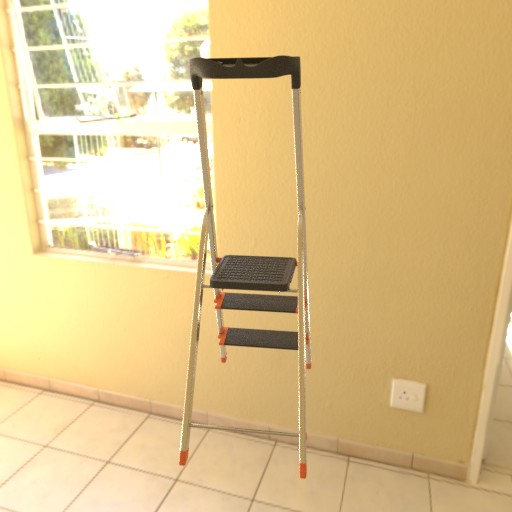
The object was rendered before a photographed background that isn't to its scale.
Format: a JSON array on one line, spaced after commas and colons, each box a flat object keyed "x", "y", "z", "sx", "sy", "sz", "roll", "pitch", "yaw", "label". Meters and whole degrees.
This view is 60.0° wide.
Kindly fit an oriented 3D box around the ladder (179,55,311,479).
[{"x": 0.000, "y": 0.000, "z": 1.553, "sx": 0.416, "sy": 1.229, "sz": 0.686, "roll": 2, "pitch": 17, "yaw": 8, "label": "ladder"}]
